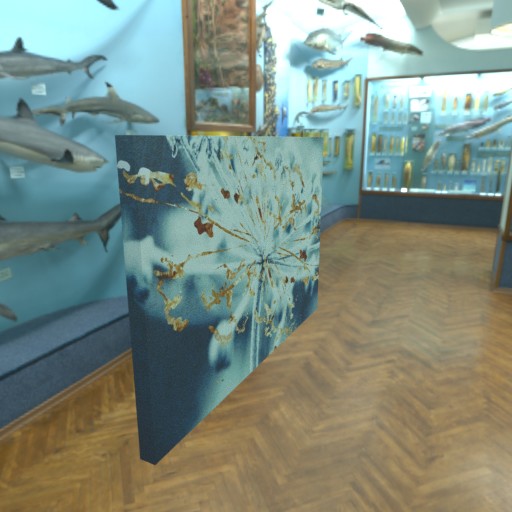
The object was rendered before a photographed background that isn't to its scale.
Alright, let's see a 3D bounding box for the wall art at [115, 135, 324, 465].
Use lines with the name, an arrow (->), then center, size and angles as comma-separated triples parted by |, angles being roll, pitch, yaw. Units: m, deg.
wall art -> 0.000, 0.000, 1.168 | 0.038, 0.608, 0.912 | 7, 17, 26
